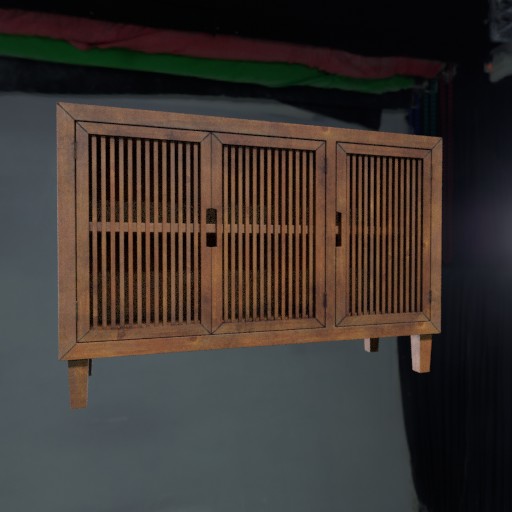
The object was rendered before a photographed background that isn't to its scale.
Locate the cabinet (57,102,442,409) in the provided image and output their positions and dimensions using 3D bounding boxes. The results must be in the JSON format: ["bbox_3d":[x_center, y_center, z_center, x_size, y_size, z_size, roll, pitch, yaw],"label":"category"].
[{"bbox_3d":[0.000,0.000,1.519,1.204,0.805,0.403,0,1,-18],"label":"cabinet"}]
